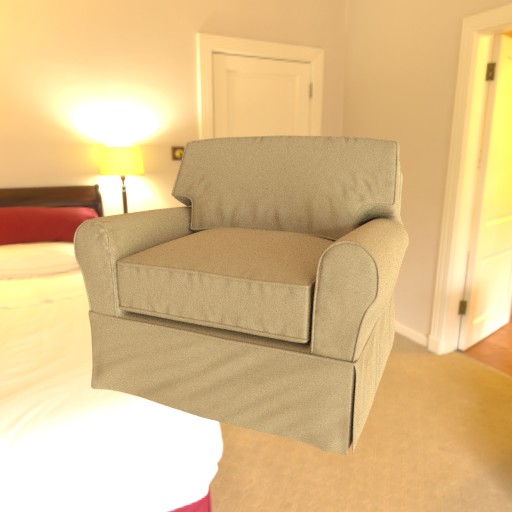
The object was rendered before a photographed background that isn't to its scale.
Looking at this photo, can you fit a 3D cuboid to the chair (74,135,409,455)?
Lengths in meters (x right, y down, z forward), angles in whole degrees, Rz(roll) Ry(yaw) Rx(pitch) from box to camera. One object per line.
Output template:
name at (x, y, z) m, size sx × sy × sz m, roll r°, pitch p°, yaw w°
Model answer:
chair at (0.000, 0.000, 1.763) m, size 1.096 × 0.937 × 0.903 m, roll 6°, pitch 15°, yaw 23°
